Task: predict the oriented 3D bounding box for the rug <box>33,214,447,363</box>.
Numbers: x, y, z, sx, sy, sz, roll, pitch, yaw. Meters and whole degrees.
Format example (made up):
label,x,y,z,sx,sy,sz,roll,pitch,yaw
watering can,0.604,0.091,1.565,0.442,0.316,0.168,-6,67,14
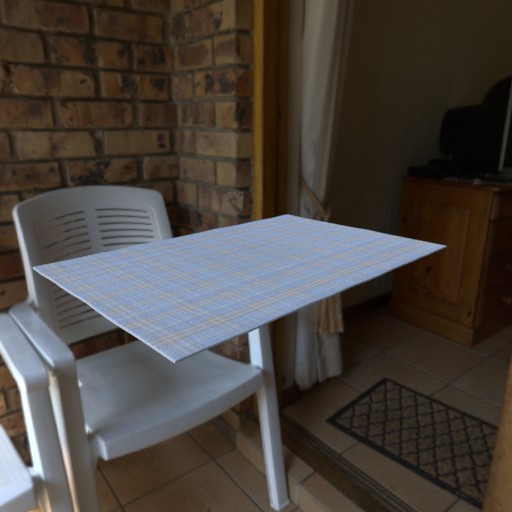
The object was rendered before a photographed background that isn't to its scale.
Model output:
label,x,y,z,sx,sy,sz,roll,pitch,yaw
rug,0.000,0.000,2.330,1.835,0.012,1.231,-16,23,-41
